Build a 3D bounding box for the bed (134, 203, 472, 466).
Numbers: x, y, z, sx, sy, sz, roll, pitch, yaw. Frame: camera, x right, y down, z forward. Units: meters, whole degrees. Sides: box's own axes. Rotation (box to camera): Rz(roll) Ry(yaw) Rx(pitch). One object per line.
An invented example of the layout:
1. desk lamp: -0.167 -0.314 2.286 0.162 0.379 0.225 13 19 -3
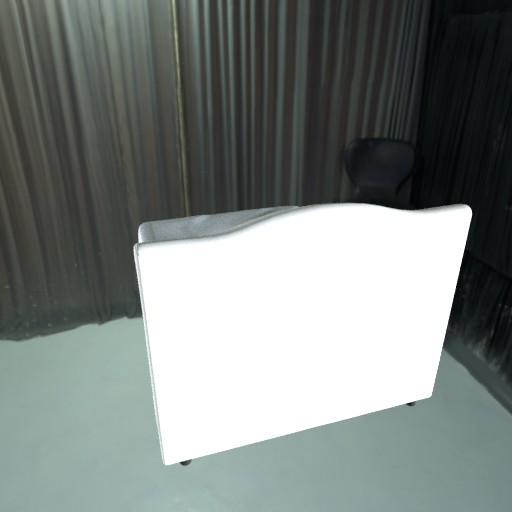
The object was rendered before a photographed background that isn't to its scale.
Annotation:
1. bed: 0.000 0.000 3.286 1.753 1.460 2.143 -8 27 -16
